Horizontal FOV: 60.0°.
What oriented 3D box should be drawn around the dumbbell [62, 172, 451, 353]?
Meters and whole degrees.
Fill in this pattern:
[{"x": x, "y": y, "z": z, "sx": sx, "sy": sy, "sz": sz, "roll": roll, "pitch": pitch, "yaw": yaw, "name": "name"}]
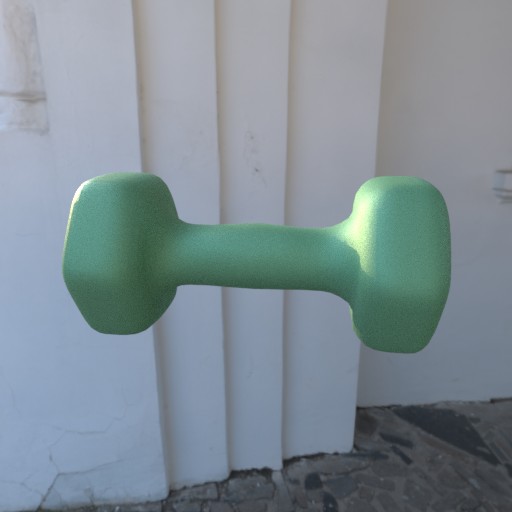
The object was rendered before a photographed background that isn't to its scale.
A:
[{"x": 0.000, "y": 0.000, "z": 0.327, "sx": 0.260, "sy": 0.117, "sz": 0.129, "roll": 2, "pitch": 16, "yaw": 8, "name": "dumbbell"}]
